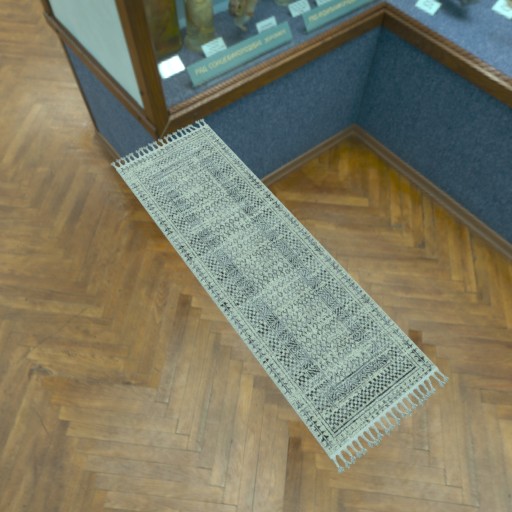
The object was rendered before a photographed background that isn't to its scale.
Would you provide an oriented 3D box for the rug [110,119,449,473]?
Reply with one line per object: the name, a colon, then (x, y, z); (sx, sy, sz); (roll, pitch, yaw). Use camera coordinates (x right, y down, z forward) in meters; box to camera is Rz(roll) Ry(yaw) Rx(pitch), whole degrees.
rug: (0.000, 0.000, 2.755); (0.786, 0.013, 2.480); (-32, 64, -17)
